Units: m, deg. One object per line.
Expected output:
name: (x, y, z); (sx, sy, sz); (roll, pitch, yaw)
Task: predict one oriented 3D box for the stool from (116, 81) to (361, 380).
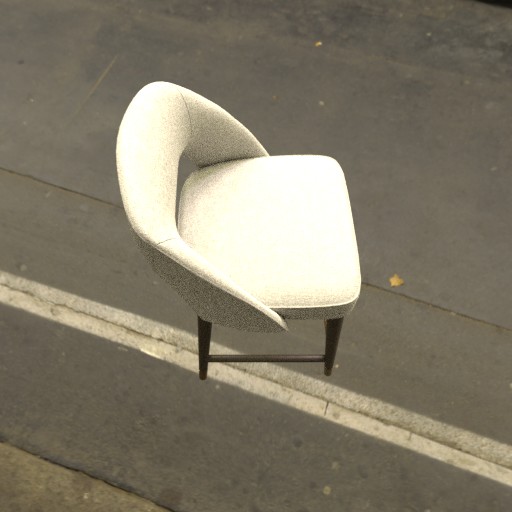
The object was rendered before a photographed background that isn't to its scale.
stool: (0.000, 0.000, 1.220); (0.509, 0.940, 0.494); (-2, 62, -1)
